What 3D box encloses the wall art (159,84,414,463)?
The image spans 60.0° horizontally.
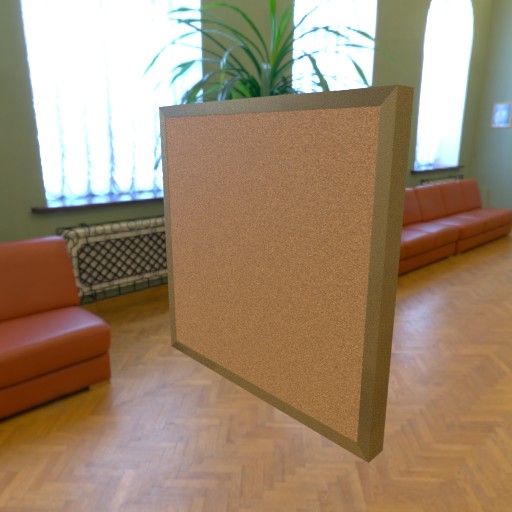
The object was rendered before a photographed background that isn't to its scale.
[{"bbox_3d":[0.000,0.000,0.759,0.038,0.508,0.507,-14,20,-42],"label":"wall art"}]
